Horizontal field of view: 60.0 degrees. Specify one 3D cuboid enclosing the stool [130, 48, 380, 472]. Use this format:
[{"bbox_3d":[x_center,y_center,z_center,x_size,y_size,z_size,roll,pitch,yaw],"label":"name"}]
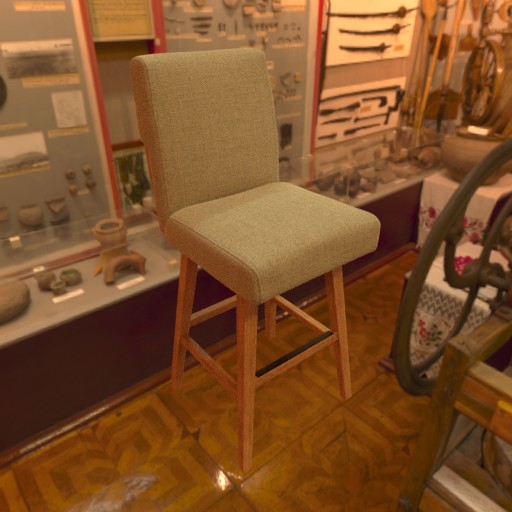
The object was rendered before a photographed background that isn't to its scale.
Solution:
[{"bbox_3d":[0.000,0.000,1.349,0.483,1.106,0.569,-21,36,-33],"label":"stool"}]
